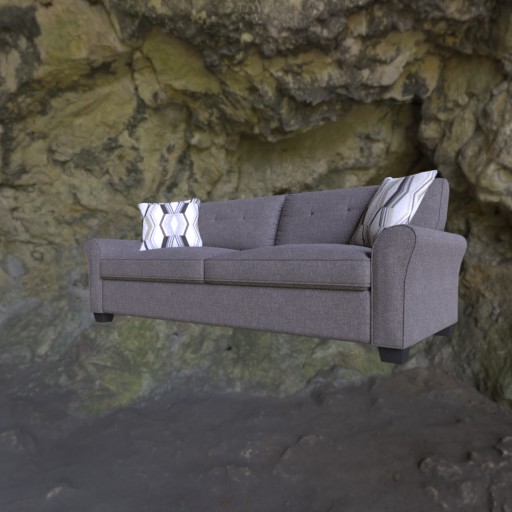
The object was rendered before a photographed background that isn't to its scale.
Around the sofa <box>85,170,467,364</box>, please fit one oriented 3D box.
[{"bbox_3d":[0.000,0.000,2.509,2.032,0.813,0.889,0,0,36],"label":"sofa"}]
